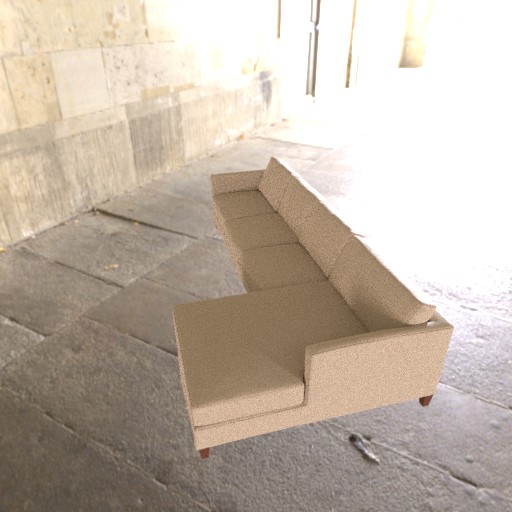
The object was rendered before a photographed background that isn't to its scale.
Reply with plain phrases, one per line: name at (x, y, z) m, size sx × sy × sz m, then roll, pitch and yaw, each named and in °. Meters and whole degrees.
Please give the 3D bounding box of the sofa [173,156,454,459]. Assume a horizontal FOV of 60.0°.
sofa at (0.000, 0.000, 3.922) m, size 1.625 × 0.861 × 3.186 m, roll -8°, pitch 30°, yaw -13°
